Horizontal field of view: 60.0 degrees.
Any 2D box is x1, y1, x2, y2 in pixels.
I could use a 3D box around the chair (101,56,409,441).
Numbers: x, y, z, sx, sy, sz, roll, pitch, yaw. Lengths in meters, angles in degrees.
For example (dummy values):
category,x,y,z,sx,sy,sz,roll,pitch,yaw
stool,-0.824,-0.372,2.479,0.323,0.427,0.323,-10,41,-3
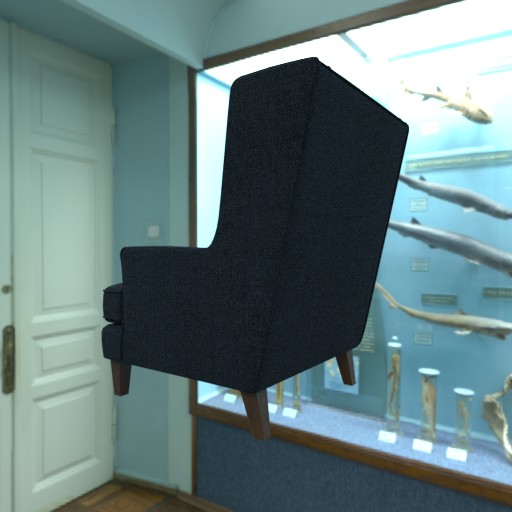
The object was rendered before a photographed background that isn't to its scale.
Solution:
category,x,y,z,sx,sy,sz,roll,pitch,yaw
chair,0.000,0.000,1.722,0.947,1.072,0.764,1,1,36
